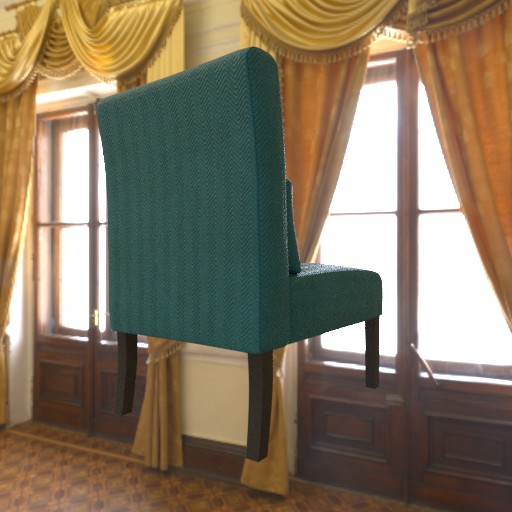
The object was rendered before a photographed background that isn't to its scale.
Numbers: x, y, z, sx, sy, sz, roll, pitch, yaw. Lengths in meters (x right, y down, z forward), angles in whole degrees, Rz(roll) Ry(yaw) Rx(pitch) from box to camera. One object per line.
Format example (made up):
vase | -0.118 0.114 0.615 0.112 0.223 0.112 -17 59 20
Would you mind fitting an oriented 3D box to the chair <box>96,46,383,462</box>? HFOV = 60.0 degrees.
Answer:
chair | 0.000 0.000 1.427 0.579 0.927 0.808 0 0 37
